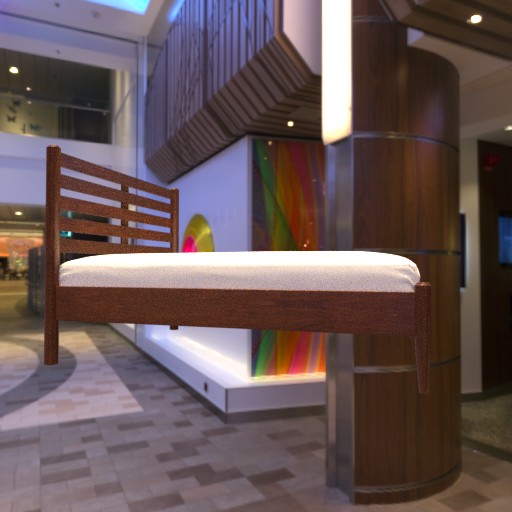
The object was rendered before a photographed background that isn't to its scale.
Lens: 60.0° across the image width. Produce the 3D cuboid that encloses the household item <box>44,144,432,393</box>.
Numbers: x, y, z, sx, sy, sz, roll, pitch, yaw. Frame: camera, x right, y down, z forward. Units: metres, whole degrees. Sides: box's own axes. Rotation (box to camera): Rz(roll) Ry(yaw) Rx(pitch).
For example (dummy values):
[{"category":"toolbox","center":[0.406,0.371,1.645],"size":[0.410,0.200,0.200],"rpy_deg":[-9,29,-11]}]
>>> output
[{"category":"household item","center":[0.000,0.000,3.178],"size":[2.232,1.356,1.663],"rpy_deg":[0,-1,18]}]
